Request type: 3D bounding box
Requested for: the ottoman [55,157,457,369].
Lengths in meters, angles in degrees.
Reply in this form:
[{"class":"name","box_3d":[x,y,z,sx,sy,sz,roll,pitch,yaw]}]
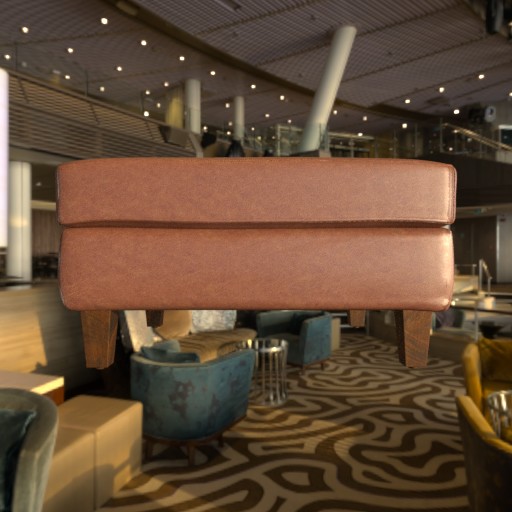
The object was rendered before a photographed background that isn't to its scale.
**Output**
[{"class":"ottoman","box_3d":[0.000,0.000,1.218,0.851,0.485,0.650,0,0,0]}]
